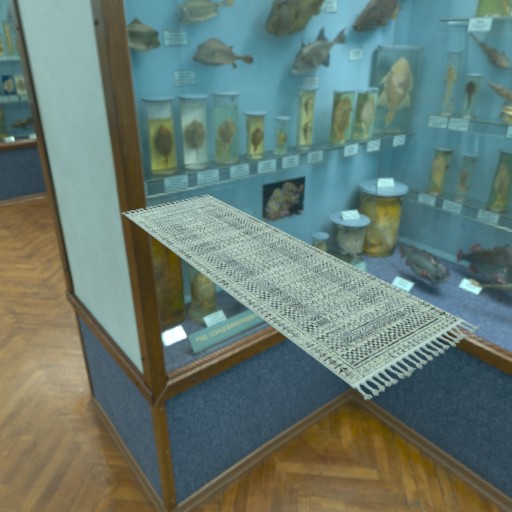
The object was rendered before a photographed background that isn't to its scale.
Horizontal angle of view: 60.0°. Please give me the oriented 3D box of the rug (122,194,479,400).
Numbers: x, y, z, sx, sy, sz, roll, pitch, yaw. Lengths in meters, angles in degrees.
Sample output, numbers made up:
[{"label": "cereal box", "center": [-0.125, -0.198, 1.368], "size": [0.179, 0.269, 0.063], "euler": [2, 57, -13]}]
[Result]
[{"label": "rug", "center": [0.000, 0.000, 2.736], "size": [0.786, 0.013, 2.480], "euler": [-18, 31, -32]}]
